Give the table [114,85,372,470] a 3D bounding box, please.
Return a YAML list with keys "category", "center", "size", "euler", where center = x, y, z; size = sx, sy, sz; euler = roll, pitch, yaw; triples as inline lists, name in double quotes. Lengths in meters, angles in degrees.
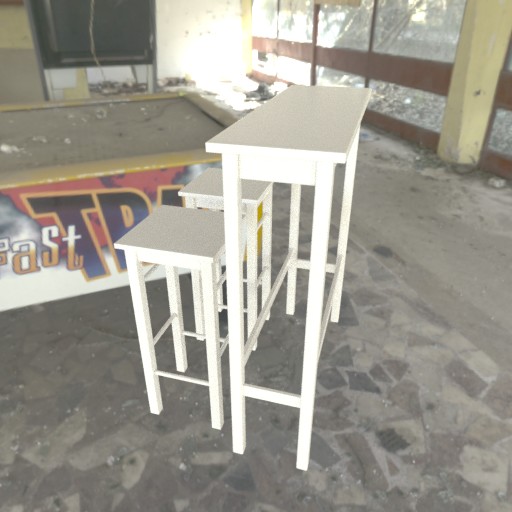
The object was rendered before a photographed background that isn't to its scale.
- category: "table"
  center: [0.000, 0.000, 1.628]
  size: [0.650, 1.065, 0.915]
  euler: [8, 30, 14]
